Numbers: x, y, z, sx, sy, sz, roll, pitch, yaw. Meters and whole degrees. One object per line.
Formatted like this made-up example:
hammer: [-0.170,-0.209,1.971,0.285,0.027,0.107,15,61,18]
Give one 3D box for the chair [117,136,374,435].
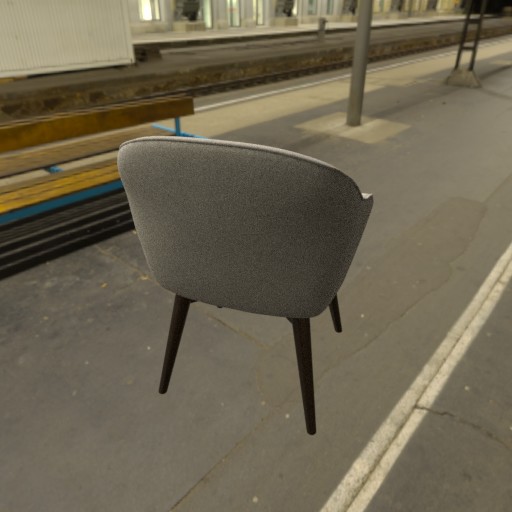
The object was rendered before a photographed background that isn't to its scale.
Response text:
chair: [0.000,0.000,1.256,0.589,0.810,0.611,9,31,16]
